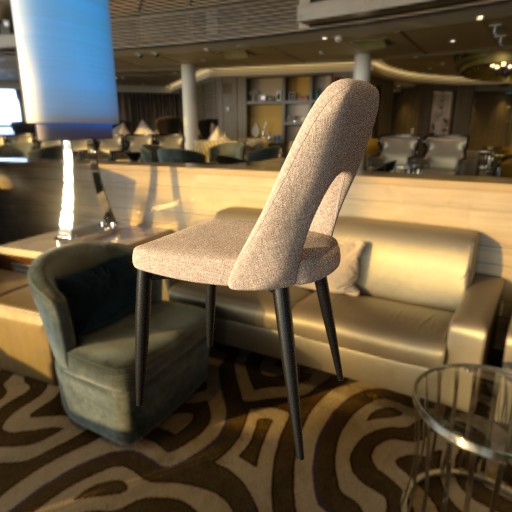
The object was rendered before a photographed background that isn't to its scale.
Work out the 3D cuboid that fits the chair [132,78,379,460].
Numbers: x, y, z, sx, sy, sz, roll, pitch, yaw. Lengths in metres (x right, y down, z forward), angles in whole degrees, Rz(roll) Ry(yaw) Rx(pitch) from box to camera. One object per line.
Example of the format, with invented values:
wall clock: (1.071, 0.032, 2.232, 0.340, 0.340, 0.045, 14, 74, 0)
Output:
chair: (0.000, 0.000, 1.291, 0.612, 0.931, 0.470, 8, 18, 24)
